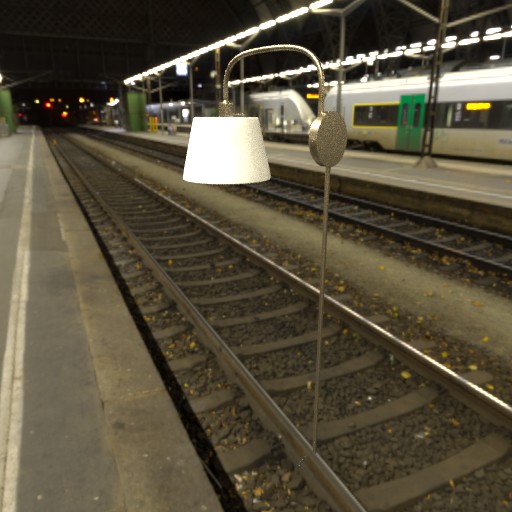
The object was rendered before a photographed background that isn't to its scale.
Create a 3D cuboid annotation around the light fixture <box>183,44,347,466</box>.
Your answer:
[{"bbox_3d":[0.000,0.000,0.465,0.176,0.399,0.092,16,23,41],"label":"light fixture"}]
